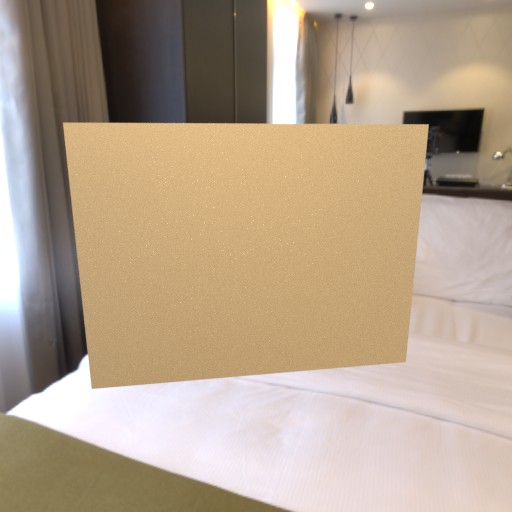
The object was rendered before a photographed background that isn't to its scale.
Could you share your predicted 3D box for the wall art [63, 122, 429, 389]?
[{"bbox_3d":[0.000,0.000,1.403,1.056,0.801,0.066,-2,15,-9],"label":"wall art"}]
